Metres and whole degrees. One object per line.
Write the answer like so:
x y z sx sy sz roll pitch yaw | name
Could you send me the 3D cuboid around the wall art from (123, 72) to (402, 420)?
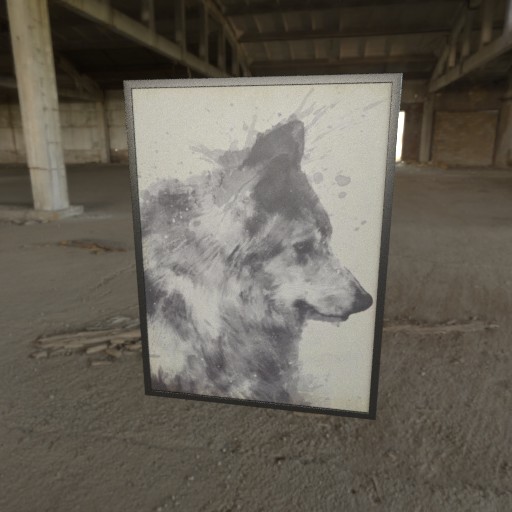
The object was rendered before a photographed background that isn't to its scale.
0.000 0.000 1.407 0.804 1.061 0.039 3 15 10 | wall art
